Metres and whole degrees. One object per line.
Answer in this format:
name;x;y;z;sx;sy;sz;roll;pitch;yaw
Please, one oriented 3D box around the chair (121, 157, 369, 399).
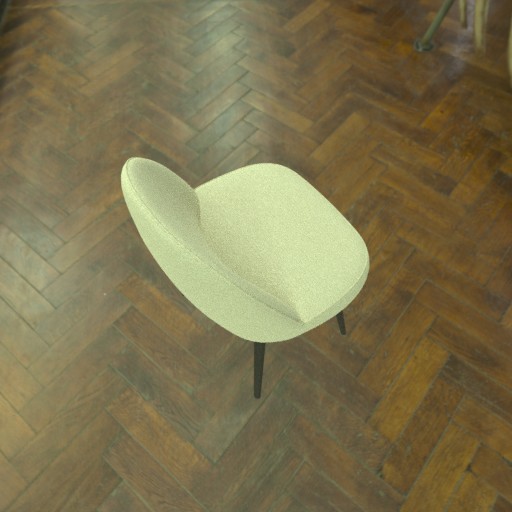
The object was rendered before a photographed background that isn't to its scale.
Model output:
chair;0.000;0.000;1.232;0.540;0.838;0.532;-32;64;-18
